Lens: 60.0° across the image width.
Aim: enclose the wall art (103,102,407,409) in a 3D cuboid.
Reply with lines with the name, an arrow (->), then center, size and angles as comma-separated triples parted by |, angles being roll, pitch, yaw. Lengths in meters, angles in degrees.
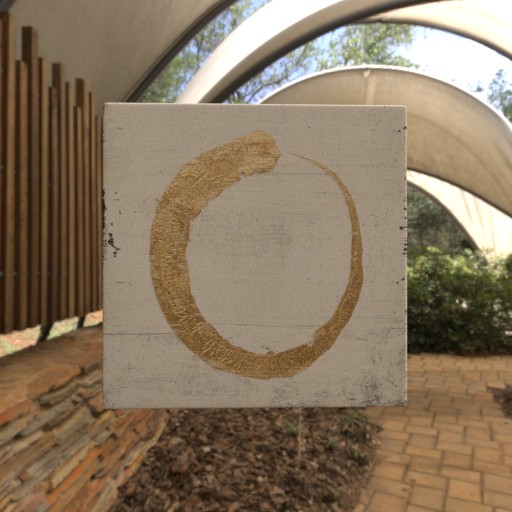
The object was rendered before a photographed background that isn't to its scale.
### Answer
wall art -> 0.000, 0.000, 1.128 | 0.762, 0.762, 0.038 | 0, 0, -2
